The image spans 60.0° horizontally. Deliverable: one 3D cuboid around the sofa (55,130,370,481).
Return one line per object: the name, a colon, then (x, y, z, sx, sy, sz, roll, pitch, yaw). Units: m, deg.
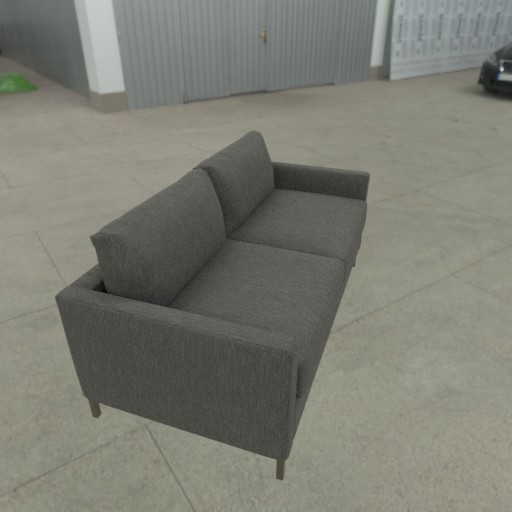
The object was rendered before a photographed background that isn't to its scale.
sofa: (0.000, 0.000, 2.148, 0.875, 0.840, 1.682, 10, 31, 17)
